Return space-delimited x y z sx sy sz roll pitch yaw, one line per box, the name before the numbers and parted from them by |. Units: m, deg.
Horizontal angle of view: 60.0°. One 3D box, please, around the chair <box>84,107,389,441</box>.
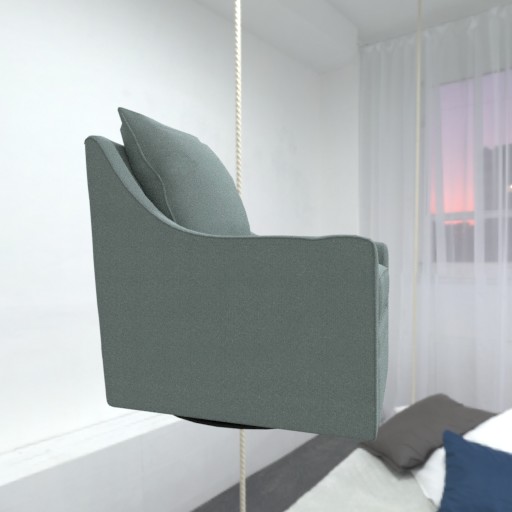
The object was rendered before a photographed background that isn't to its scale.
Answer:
chair | 0.000 0.000 1.535 0.870 0.926 0.760 0 1 19
